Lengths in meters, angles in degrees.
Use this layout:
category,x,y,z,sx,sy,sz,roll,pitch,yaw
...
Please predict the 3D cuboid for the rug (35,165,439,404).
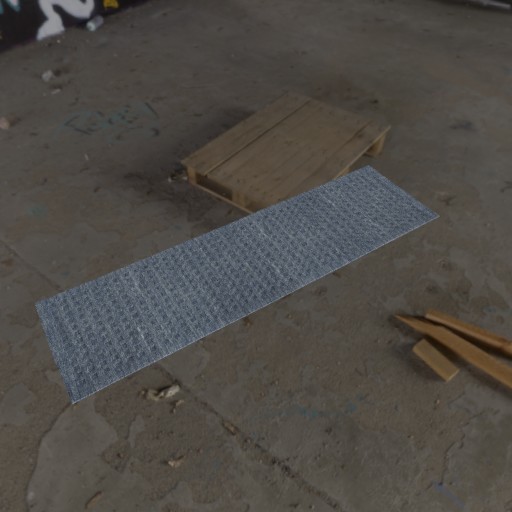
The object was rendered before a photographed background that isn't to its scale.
category,x,y,z,sx,sy,sz,roll,pitch,yaw
rug,0.000,0.000,2.681,2.443,0.008,0.688,-25,51,-22
